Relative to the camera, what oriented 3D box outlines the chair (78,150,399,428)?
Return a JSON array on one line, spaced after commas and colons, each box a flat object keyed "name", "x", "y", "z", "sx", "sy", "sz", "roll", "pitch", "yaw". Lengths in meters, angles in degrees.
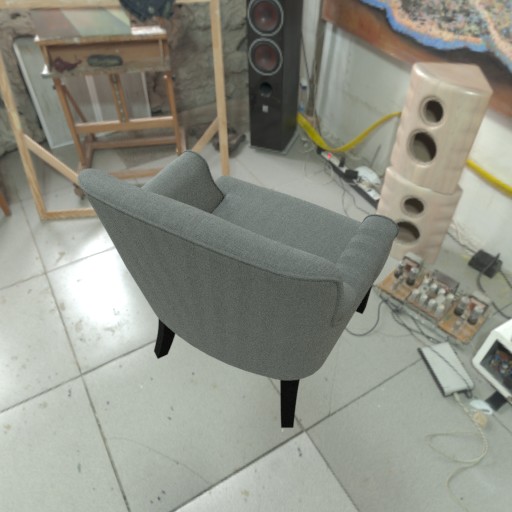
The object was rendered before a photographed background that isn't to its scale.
[{"name": "chair", "x": 0.000, "y": 0.000, "z": 1.435, "sx": 0.772, "sy": 0.880, "sz": 0.755, "roll": 23, "pitch": 50, "yaw": 20}]
